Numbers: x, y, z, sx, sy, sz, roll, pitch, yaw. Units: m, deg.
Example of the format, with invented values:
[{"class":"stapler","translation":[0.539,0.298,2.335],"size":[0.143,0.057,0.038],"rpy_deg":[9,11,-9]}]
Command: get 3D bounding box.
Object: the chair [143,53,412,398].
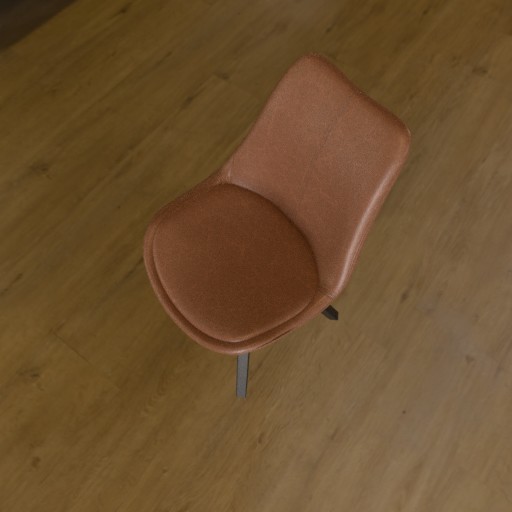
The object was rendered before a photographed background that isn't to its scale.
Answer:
[{"class":"chair","translation":[0.000,0.000,1.180],"size":[0.550,0.850,0.475],"rpy_deg":[-34,68,-16]}]
